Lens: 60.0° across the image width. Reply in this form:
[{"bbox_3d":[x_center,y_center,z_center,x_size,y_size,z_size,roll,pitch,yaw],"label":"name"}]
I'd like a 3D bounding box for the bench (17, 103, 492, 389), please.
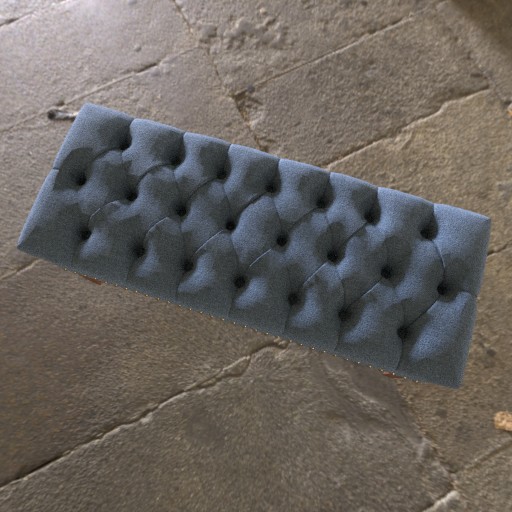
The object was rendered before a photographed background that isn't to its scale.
[{"bbox_3d":[0.000,0.000,1.238,1.052,0.492,0.417,17,75,5],"label":"bench"}]
